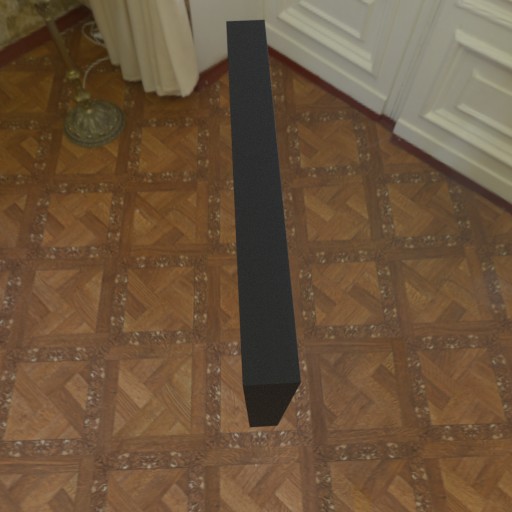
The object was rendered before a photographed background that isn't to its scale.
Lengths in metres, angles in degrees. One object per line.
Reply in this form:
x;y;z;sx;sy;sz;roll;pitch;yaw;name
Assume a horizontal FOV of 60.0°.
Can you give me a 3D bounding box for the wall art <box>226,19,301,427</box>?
0.000;0.000;0.454;0.033;0.304;0.305;-3;65;-1;wall art
